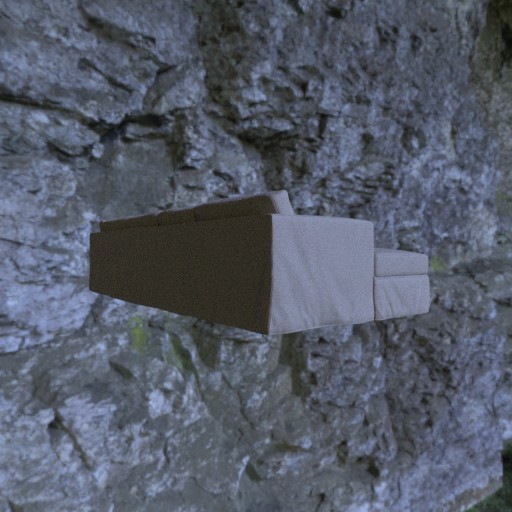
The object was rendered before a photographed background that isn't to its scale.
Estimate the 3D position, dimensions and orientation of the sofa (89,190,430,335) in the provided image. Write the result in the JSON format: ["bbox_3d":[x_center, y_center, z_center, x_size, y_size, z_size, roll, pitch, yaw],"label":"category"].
[{"bbox_3d":[0.000,0.000,4.634,2.476,0.878,3.528,-1,1,-37],"label":"sofa"}]
